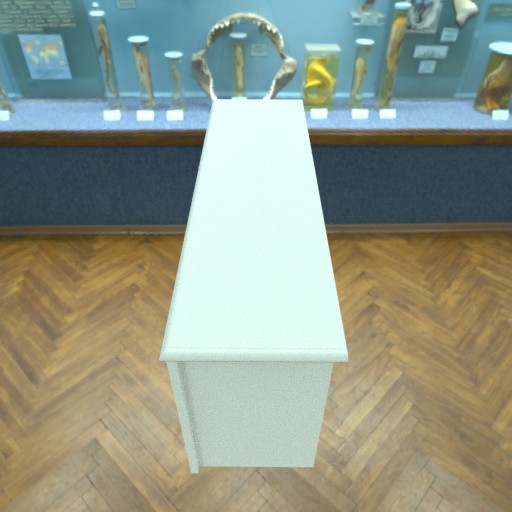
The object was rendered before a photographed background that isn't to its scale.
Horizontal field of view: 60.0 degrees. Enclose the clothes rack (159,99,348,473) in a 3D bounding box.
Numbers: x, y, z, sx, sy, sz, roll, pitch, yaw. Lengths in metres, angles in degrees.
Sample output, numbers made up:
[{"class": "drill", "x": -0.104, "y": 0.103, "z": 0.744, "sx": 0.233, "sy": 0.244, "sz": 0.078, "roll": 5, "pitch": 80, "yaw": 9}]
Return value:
[{"class": "clothes rack", "x": 0.000, "y": 0.000, "z": 1.348, "sx": 0.324, "sy": 0.531, "sz": 1.120, "roll": 0, "pitch": 41, "yaw": 0}]
